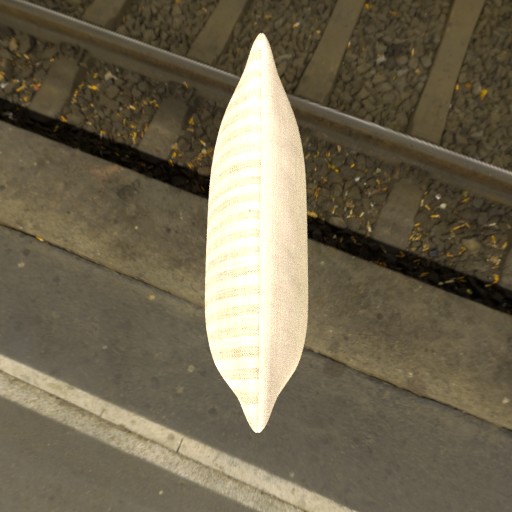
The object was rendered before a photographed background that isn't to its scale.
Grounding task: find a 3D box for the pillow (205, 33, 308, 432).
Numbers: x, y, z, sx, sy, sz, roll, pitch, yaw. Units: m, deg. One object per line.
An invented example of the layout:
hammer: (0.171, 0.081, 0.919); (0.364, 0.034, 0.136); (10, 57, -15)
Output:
pillow: (0.000, 0.000, 0.791); (0.166, 0.510, 0.523); (1, 76, 0)
